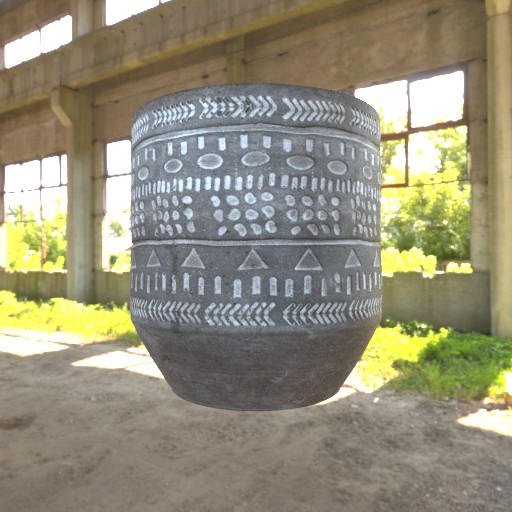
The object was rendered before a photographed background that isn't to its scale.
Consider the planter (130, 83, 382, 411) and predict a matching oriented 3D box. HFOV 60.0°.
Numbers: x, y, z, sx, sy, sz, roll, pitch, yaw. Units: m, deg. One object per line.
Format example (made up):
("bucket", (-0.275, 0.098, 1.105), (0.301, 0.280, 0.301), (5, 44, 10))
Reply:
("planter", (0.000, 0.000, 0.222), (0.122, 0.128, 0.122), (0, -1, 0))
